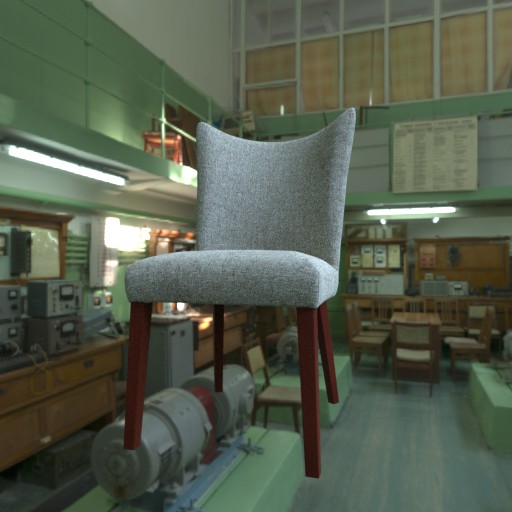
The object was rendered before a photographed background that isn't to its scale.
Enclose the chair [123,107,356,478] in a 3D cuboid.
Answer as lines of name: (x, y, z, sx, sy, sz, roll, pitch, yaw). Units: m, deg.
chair: (0.000, 0.000, 1.281, 0.535, 0.924, 0.623, 0, 0, 18)
